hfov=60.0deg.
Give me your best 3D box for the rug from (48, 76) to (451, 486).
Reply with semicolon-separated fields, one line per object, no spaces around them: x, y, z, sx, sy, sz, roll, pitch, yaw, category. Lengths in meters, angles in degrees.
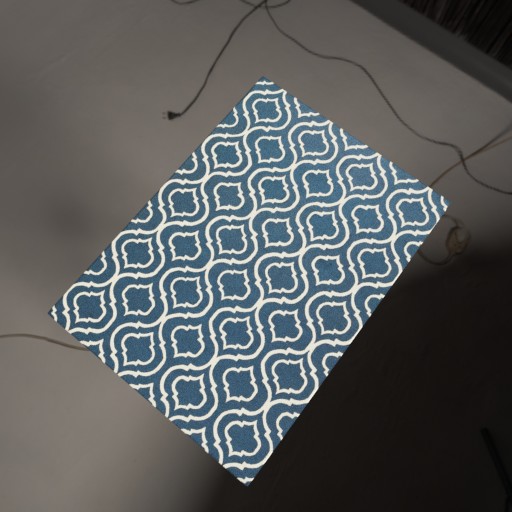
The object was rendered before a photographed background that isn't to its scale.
0.000;0.000;4.377;2.438;0.010;3.353;37;78;9;rug
